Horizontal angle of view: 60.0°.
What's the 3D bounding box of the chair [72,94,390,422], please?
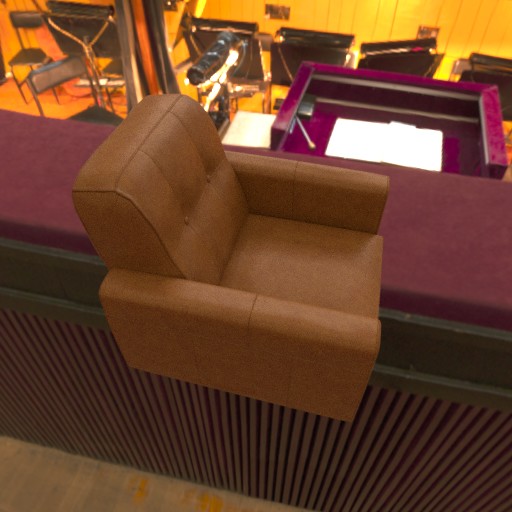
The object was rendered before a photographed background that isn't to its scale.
[{"bbox_3d":[0.000,0.000,1.659,0.942,0.968,0.845,10,47,9],"label":"chair"}]
